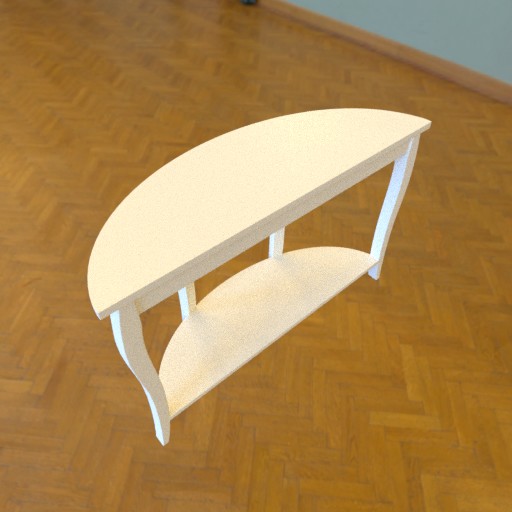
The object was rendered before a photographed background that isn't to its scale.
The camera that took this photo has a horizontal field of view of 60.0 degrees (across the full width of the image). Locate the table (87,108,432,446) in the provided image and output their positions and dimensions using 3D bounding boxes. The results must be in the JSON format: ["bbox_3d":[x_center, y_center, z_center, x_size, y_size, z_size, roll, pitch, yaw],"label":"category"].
[{"bbox_3d":[0.000,0.000,1.592,1.219,0.780,0.394,-32,54,-27],"label":"table"}]
